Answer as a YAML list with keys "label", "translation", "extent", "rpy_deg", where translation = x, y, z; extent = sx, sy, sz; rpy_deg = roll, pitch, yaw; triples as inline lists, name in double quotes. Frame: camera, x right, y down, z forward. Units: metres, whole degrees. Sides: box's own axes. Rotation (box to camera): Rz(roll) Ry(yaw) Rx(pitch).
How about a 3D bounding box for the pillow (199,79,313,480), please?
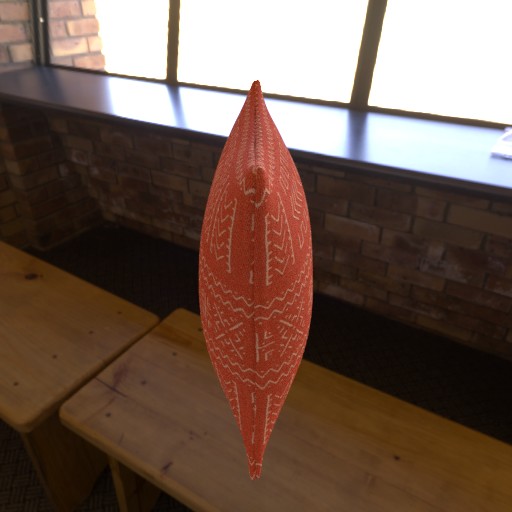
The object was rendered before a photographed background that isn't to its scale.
- label: "pillow"
  translation: [0.000, 0.000, 0.655]
  extent: [0.164, 0.429, 0.438]
  rpy_deg: [0, 32, 0]
